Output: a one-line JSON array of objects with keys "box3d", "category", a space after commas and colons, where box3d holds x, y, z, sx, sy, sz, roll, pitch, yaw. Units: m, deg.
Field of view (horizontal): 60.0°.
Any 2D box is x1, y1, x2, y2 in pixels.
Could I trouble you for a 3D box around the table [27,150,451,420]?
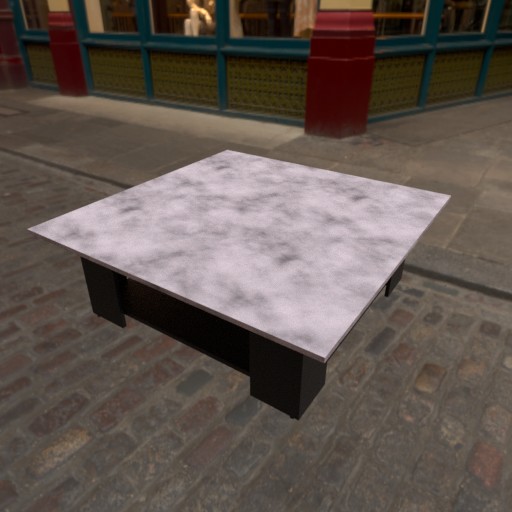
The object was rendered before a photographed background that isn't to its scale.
[{"box3d": [0.000, 0.000, 1.376, 0.890, 0.305, 0.890, 19, 35, 29], "category": "table"}]
